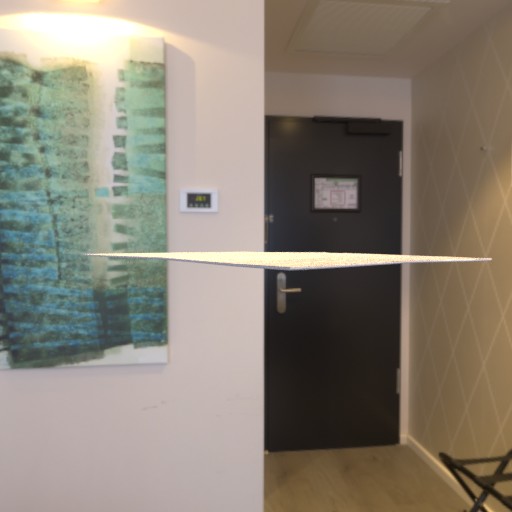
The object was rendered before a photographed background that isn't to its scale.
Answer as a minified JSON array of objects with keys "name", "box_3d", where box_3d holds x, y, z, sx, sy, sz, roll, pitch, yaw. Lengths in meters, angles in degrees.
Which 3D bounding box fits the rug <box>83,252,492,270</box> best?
[{"name":"rug","box_3d":[0.000,0.000,2.198,1.149,0.021,1.773,-1,2,-38]}]
